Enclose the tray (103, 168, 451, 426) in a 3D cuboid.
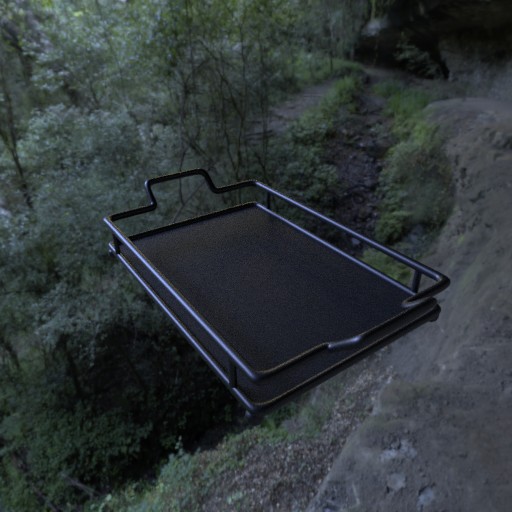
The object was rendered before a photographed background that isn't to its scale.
[{"bbox_3d":[0.000,0.000,0.622,0.297,0.101,0.495,-20,36,-30],"label":"tray"}]
